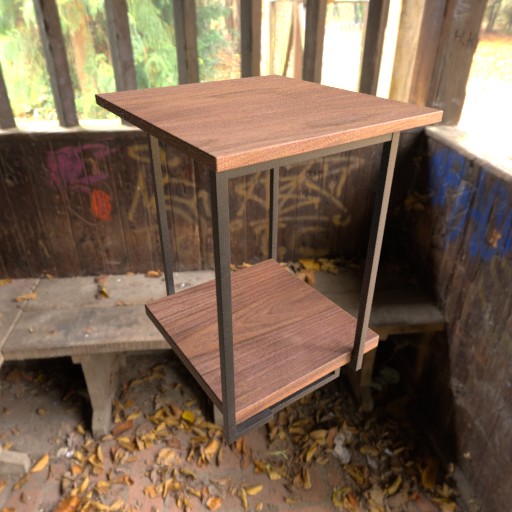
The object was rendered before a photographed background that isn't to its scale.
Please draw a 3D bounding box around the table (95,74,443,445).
[{"bbox_3d":[0.000,0.000,0.845,0.384,0.567,0.411,-19,36,-29],"label":"table"}]
